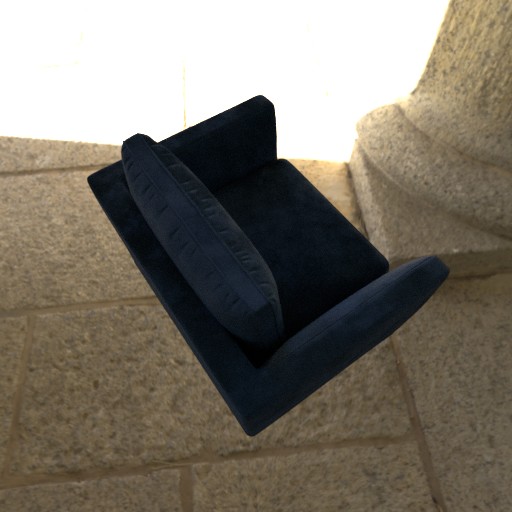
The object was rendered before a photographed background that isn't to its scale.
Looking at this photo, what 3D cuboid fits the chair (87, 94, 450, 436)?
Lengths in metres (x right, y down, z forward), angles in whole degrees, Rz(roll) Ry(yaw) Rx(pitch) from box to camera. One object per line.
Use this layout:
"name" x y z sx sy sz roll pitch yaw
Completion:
"chair" 0.000 0.000 1.588 0.746 0.893 0.977 -31 64 -17
